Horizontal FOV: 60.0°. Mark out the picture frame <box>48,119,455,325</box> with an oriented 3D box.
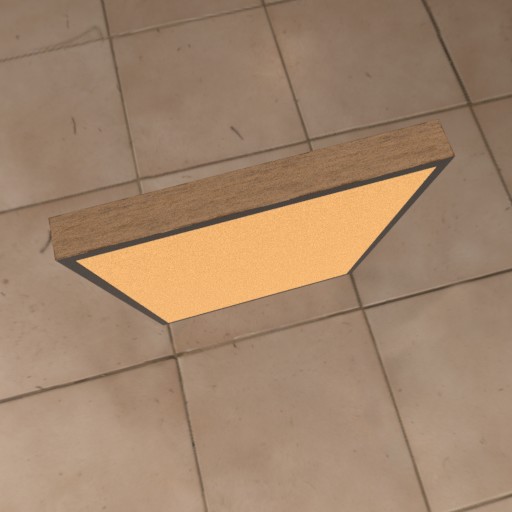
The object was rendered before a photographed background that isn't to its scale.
[{"bbox_3d":[0.000,0.000,0.708,0.421,0.526,0.046,-15,75,-4],"label":"picture frame"}]
